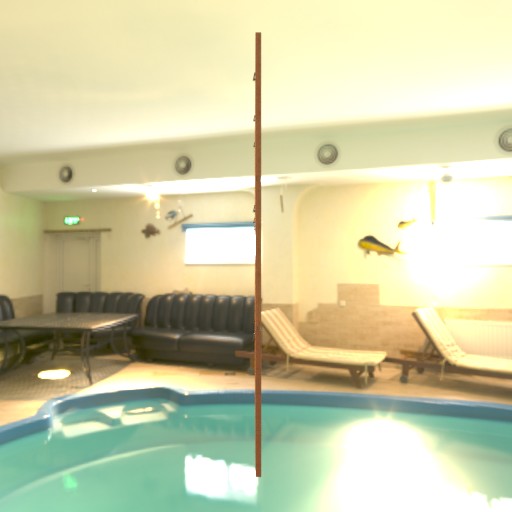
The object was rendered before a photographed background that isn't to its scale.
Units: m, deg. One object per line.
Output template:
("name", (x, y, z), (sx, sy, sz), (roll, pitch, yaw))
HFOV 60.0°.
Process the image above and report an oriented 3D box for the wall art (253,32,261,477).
("wall art", (0.000, 0.000, 1.366), (0.018, 0.913, 0.915), (0, -1, 0))
